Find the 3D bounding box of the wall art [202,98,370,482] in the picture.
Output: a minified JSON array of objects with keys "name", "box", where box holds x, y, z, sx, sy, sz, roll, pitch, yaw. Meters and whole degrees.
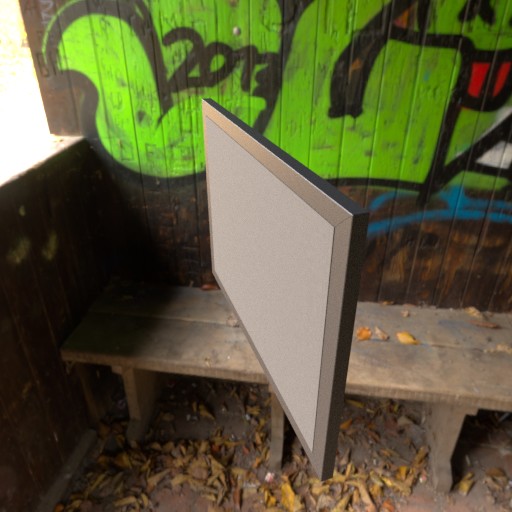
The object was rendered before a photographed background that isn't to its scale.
[{"name":"wall art","box":[0.000,0.000,0.562,0.016,0.306,0.432,-10,32,-17]}]
